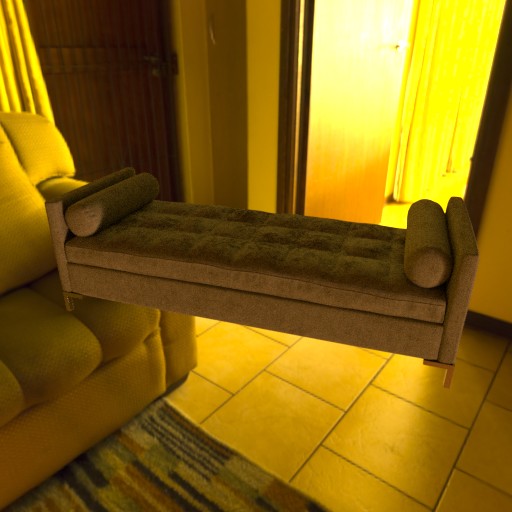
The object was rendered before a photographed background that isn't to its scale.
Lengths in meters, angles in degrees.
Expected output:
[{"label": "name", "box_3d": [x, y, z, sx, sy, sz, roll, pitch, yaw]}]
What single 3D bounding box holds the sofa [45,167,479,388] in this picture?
[{"label": "sofa", "box_3d": [0.000, 0.000, 2.464, 2.102, 0.657, 0.797, 8, 27, 16]}]
